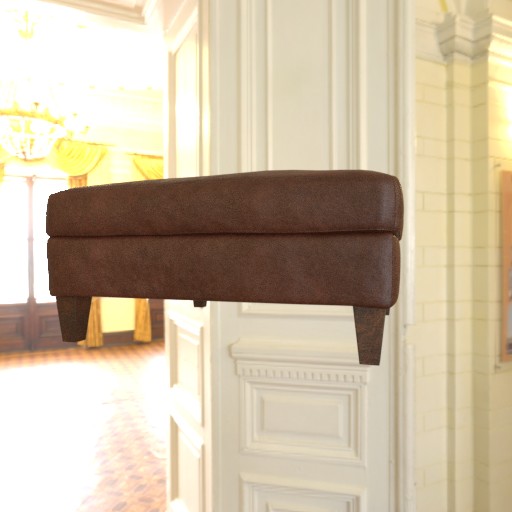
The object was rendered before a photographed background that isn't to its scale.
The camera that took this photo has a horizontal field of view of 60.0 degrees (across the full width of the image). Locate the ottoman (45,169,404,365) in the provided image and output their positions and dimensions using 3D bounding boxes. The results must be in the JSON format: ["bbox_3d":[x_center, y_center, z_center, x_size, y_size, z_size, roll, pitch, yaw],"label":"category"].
[{"bbox_3d":[0.000,0.000,1.324,0.836,0.415,0.844,0,0,18],"label":"ottoman"}]
